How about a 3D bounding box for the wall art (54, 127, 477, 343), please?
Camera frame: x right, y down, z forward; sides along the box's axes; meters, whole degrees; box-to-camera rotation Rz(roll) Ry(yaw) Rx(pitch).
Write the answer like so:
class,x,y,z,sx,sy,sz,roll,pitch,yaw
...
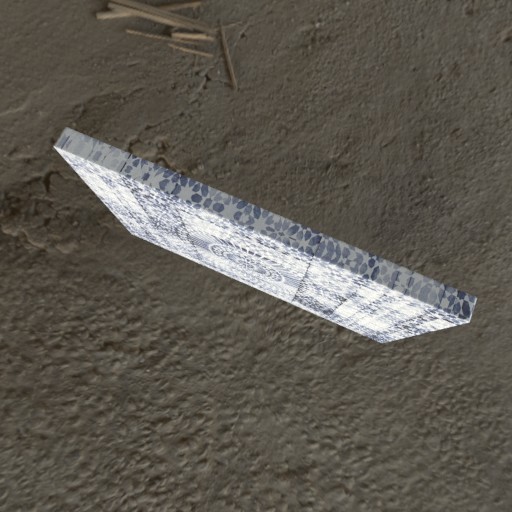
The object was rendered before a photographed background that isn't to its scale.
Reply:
class,x,y,z,sx,sy,sz,roll,pitch,yaw
wall art,0.000,0.000,1.185,0.911,0.608,0.057,23,76,6
